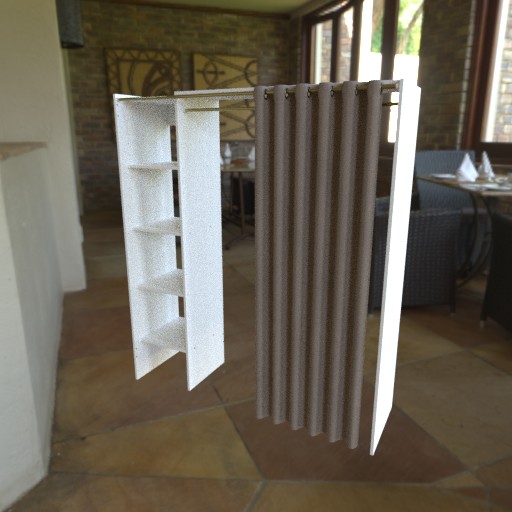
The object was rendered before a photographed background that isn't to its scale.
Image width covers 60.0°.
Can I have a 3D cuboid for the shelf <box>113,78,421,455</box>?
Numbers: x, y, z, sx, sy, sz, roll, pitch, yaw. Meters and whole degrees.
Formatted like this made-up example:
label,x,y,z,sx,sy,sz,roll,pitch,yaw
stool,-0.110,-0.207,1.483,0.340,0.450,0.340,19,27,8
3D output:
label,x,y,z,sx,sy,sz,roll,pitch,yaw
shelf,0.000,0.000,2.596,1.600,1.820,0.500,8,17,27
